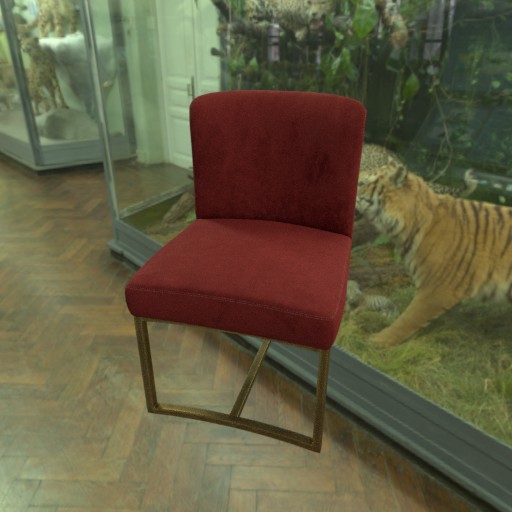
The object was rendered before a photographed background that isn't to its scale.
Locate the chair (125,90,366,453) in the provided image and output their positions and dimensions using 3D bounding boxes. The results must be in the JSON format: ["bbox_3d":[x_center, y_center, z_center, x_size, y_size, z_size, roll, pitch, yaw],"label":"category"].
[{"bbox_3d":[0.000,0.000,1.243,0.530,0.824,0.560,7,27,15],"label":"chair"}]
